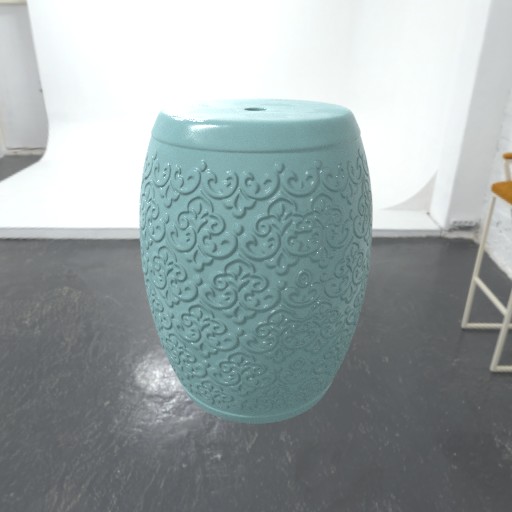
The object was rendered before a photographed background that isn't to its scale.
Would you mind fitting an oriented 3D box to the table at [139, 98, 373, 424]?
[{"bbox_3d":[0.000,0.000,0.620,0.309,0.397,0.309,0,25,0],"label":"table"}]
